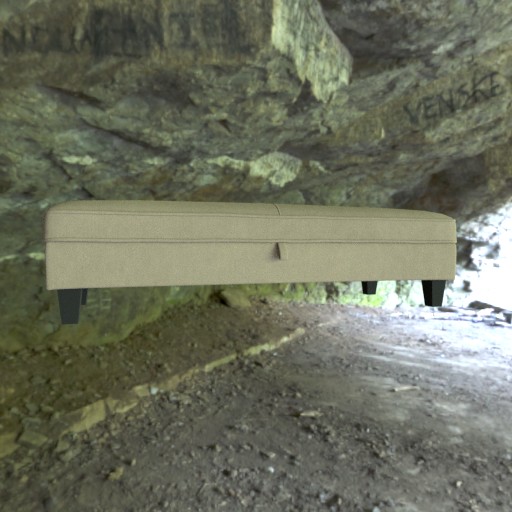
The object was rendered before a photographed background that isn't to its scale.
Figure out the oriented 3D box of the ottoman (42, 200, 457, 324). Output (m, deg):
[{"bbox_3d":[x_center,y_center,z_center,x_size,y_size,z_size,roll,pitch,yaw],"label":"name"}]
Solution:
[{"bbox_3d":[0.000,0.000,2.054,1.726,0.460,0.735,0,1,-17],"label":"ottoman"}]
